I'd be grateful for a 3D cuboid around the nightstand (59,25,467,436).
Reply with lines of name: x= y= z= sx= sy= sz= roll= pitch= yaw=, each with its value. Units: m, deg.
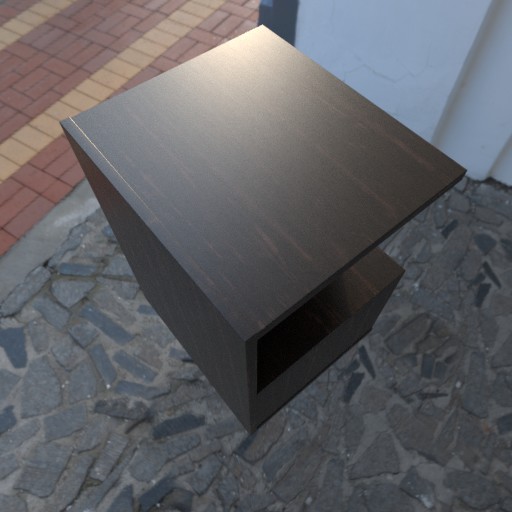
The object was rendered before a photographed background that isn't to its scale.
nightstand: x=0.000 y=0.000 z=0.812 sx=0.356 sy=0.559 sz=0.400 roll=-35 pitch=65 yaw=-19
